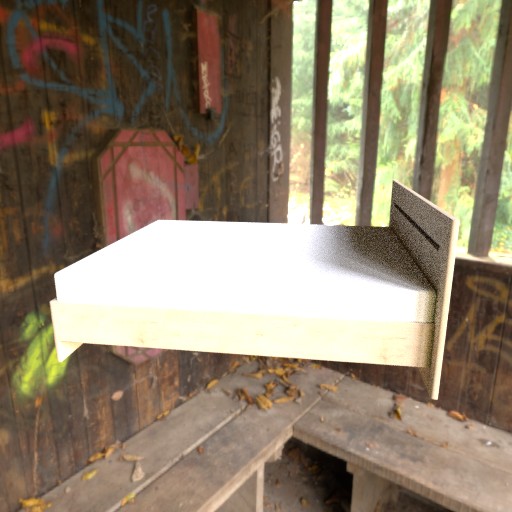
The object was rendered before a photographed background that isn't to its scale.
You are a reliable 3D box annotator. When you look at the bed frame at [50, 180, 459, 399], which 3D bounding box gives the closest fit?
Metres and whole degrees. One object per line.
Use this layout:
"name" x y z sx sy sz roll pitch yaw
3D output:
"bed frame" 0.000 0.000 3.075 2.080 0.900 1.800 2 16 8
